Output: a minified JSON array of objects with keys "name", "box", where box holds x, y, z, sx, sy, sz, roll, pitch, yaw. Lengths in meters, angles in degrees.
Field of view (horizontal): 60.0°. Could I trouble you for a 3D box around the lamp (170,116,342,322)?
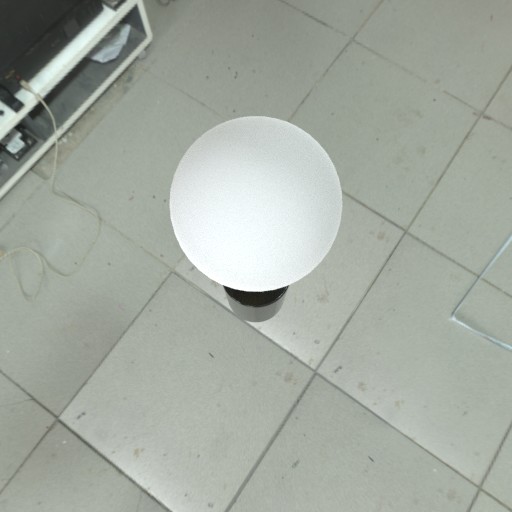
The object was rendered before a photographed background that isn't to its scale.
[{"name":"lamp","box":[0.000,0.000,0.556,0.153,0.480,0.153,0,74,0]}]
